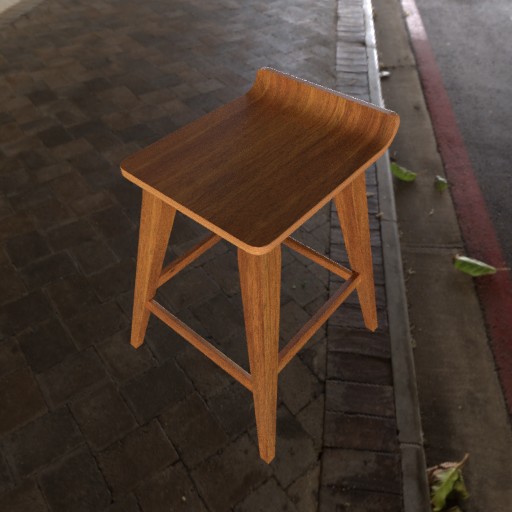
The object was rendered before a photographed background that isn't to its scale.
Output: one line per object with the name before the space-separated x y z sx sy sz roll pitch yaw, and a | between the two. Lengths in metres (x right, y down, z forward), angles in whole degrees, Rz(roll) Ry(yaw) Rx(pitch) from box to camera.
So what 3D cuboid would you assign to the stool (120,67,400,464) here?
stool | 0.000 0.000 1.031 0.500 0.650 0.500 31 54 27
